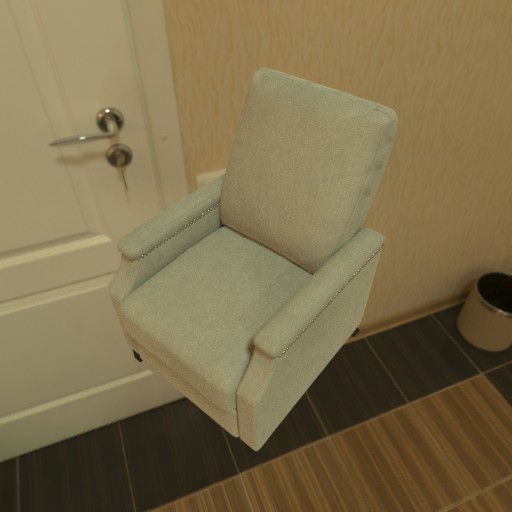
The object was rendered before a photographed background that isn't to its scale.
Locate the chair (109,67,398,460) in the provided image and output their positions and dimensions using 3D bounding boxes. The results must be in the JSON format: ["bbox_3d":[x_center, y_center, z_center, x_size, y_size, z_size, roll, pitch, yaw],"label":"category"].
[{"bbox_3d":[0.000,0.000,1.636,0.710,1.049,0.922,30,52,27],"label":"chair"}]
